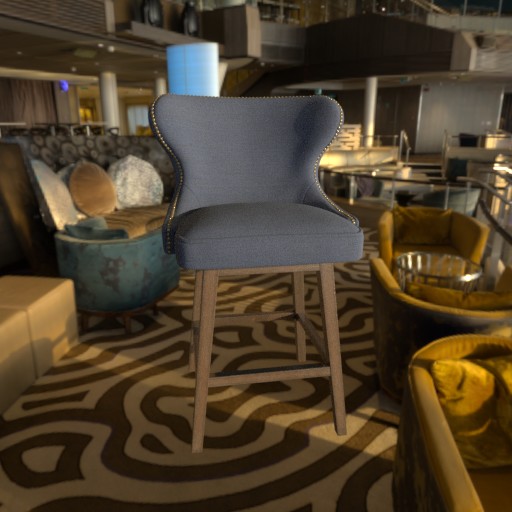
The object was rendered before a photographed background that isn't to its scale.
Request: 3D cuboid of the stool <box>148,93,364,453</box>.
[{"bbox_3d":[0.000,0.000,1.381,0.615,0.972,0.597,-3,17,-9],"label":"stool"}]
